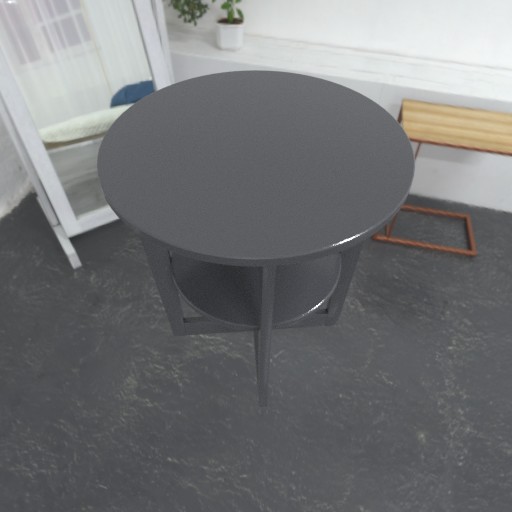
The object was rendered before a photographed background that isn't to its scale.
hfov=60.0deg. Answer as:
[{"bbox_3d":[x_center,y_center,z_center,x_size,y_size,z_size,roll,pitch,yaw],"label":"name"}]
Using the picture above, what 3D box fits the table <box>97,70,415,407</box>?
[{"bbox_3d":[0.000,0.000,0.918,0.500,0.550,0.500,0,48,0],"label":"table"}]
